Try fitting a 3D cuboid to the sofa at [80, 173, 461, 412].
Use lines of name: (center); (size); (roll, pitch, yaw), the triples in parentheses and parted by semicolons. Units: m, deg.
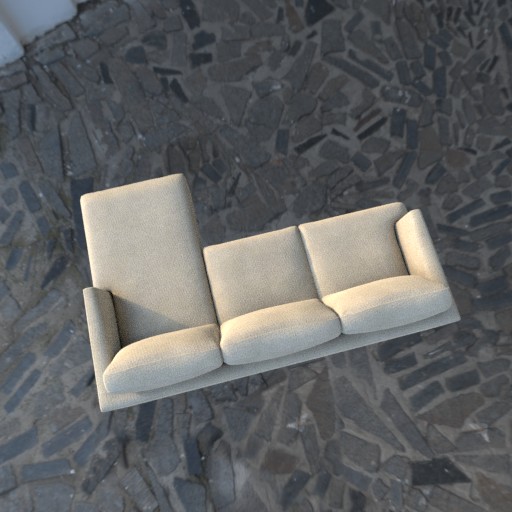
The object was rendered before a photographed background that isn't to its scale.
sofa: (0.000, 0.000, 3.026); (2.233, 0.956, 1.504); (-14, 75, -4)
